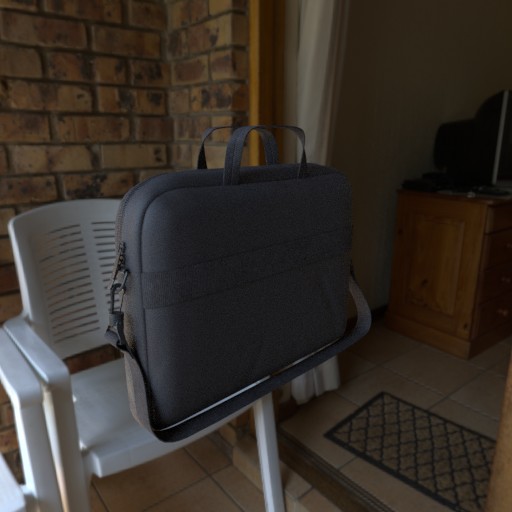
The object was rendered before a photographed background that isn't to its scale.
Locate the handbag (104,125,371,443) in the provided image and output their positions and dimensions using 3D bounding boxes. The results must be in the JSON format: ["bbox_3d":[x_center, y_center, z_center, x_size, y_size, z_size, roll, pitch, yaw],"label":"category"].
[{"bbox_3d":[0.000,0.000,0.434,0.320,0.244,0.089,-14,21,-42],"label":"handbag"}]
